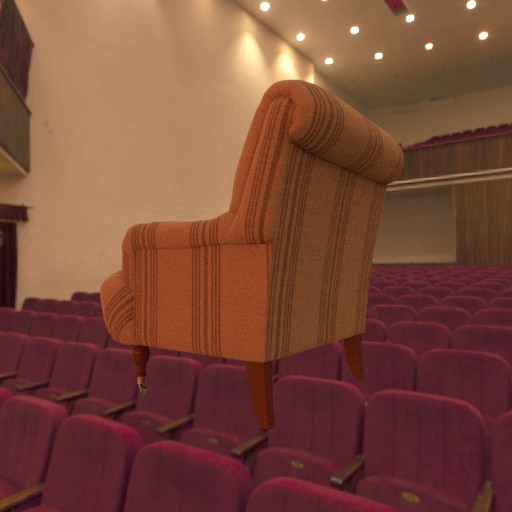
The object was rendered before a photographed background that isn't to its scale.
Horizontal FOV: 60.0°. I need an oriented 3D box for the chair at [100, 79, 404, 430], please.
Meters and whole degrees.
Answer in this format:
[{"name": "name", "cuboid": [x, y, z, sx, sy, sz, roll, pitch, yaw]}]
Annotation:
[{"name": "chair", "cuboid": [0.000, 0.000, 1.618, 0.914, 0.940, 0.813, -1, -2, 36]}]
